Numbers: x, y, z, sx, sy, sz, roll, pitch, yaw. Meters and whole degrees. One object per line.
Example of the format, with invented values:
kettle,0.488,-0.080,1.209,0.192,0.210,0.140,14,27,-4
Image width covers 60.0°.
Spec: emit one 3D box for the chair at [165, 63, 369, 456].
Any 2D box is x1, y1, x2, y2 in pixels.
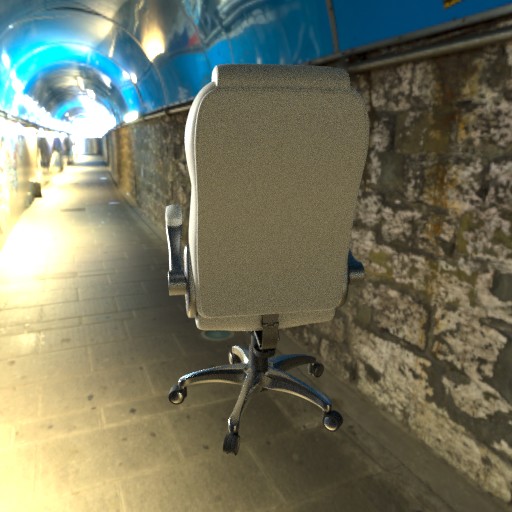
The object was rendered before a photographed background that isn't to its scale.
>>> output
chair,0.000,0.000,1.790,0.755,1.330,0.806,-3,14,-10
